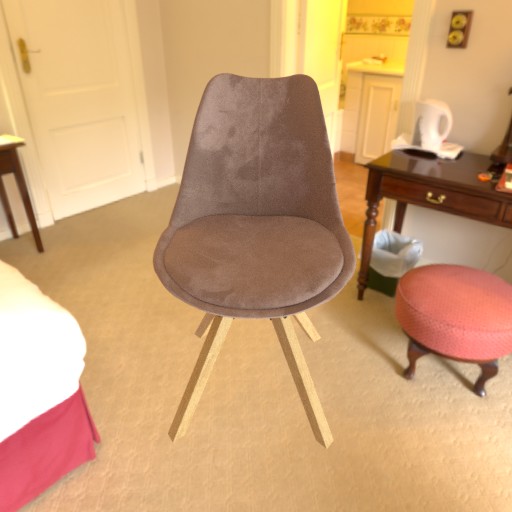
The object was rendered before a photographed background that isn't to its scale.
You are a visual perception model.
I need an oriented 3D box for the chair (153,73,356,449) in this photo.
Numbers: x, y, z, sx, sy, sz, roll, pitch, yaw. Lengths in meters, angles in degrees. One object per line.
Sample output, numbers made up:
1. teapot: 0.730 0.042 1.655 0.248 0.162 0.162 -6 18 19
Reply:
1. chair: 0.000 0.000 1.183 0.485 0.850 0.550 1 29 2
